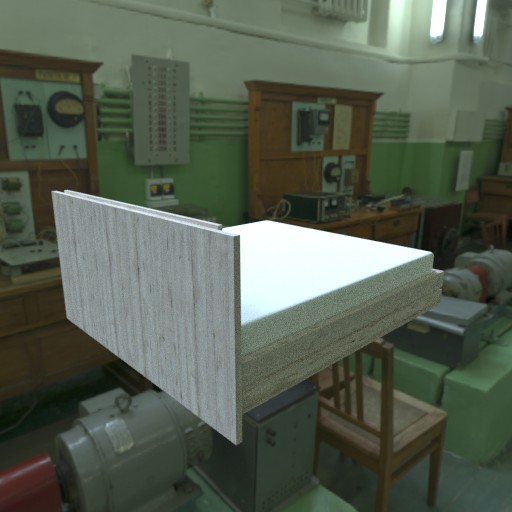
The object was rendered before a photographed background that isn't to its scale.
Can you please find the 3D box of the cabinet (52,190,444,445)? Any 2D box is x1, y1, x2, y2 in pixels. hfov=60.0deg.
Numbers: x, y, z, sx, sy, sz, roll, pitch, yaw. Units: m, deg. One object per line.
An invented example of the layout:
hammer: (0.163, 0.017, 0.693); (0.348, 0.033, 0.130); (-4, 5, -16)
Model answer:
cabinet: (0.000, 0.000, 3.217); (2.080, 0.970, 1.950); (-14, 21, -41)
